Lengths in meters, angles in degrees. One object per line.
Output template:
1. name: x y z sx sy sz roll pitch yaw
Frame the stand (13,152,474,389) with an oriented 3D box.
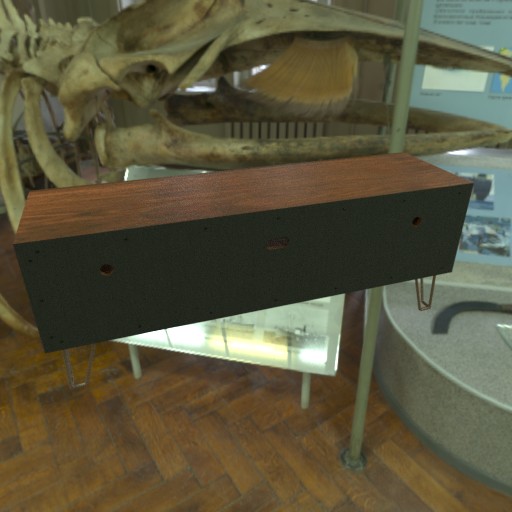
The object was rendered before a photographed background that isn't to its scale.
1. stand: 0.000 0.000 1.837 1.626 0.610 0.481 -9 30 -16
